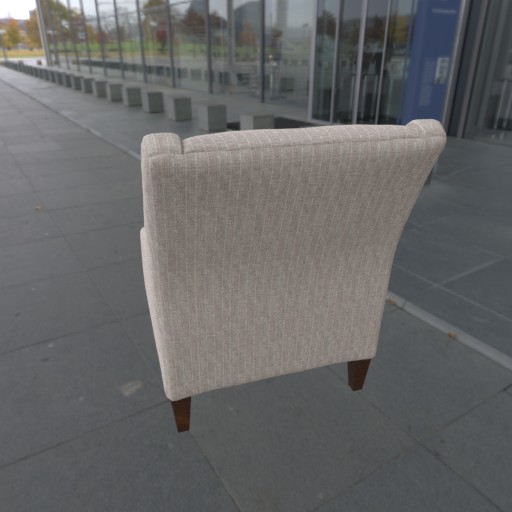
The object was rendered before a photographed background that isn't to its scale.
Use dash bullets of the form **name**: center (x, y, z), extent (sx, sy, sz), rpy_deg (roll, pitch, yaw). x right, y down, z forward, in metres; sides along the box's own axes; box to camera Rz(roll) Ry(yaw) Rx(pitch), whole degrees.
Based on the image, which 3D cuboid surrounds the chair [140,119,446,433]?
- **chair**: center (0.000, 0.000, 1.581), extent (0.774, 1.014, 0.870), rpy_deg (-8, 26, -16)
